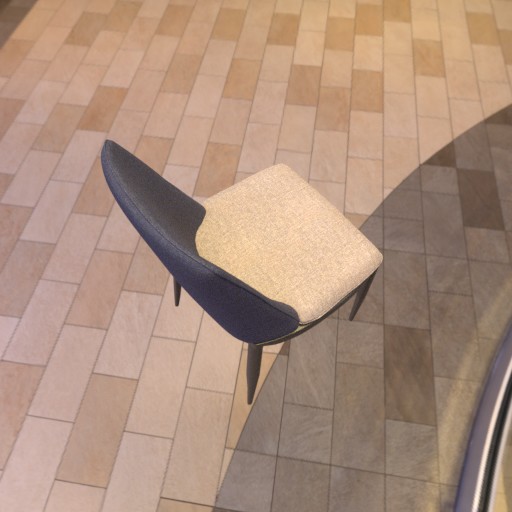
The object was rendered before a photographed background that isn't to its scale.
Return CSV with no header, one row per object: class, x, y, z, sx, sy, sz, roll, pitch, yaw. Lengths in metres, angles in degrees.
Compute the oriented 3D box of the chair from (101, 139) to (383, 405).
chair,0.000,0.000,1.192,0.551,0.839,0.480,-33,64,-19
